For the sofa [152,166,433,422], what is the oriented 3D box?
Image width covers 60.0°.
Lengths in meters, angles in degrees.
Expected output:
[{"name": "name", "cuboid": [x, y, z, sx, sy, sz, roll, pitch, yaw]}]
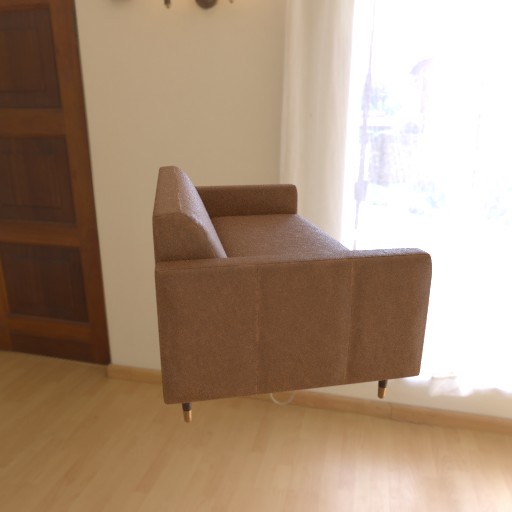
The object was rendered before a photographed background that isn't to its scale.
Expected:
[{"name": "sofa", "cuboid": [0.000, 0.000, 2.374, 0.993, 0.821, 1.847, -3, 17, -10]}]
